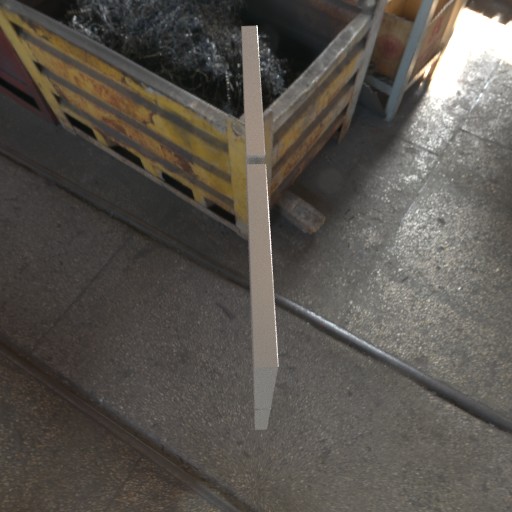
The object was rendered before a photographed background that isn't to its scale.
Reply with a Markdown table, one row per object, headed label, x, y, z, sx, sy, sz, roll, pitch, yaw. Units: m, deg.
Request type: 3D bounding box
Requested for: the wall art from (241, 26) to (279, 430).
| label | x | y | z | sx | sy | sz | roll | pitch | yaw |
| --- | --- | --- | --- | --- | --- | --- | --- | --- | --- |
| wall art | 0.000 | 0.000 | 0.924 | 0.029 | 0.611 | 0.611 | -2 | 62 | -1 |
